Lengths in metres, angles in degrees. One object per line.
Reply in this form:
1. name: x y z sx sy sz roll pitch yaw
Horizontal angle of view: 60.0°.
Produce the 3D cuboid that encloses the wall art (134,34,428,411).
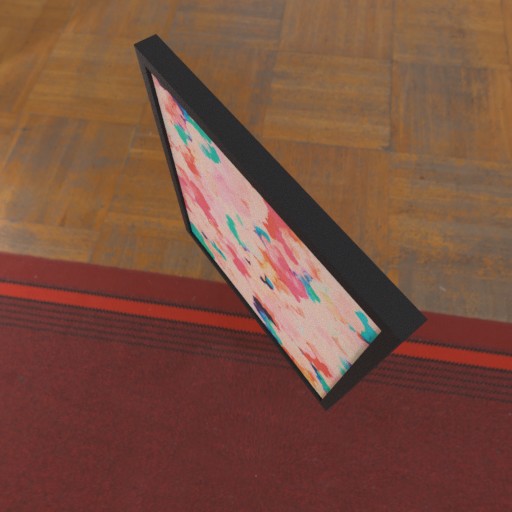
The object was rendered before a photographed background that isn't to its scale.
1. wall art: 0.000 0.000 0.736 0.036 0.503 0.506 -34 68 -15
